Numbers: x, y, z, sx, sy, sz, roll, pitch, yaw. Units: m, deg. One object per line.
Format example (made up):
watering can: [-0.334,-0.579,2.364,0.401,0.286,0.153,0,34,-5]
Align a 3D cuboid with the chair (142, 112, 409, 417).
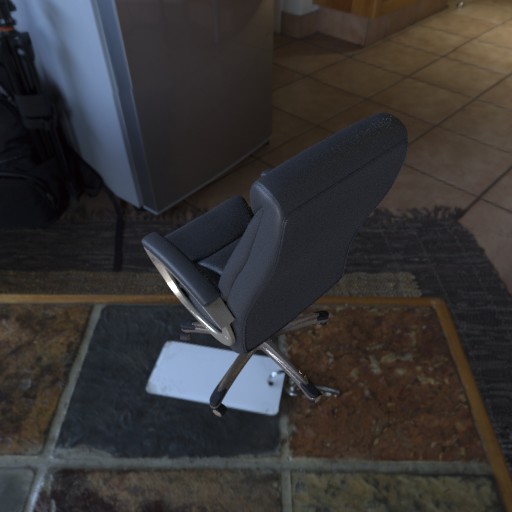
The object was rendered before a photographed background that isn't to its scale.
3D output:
chair: [0.000,0.000,1.605,0.694,1.188,0.748,-34,54,-28]
